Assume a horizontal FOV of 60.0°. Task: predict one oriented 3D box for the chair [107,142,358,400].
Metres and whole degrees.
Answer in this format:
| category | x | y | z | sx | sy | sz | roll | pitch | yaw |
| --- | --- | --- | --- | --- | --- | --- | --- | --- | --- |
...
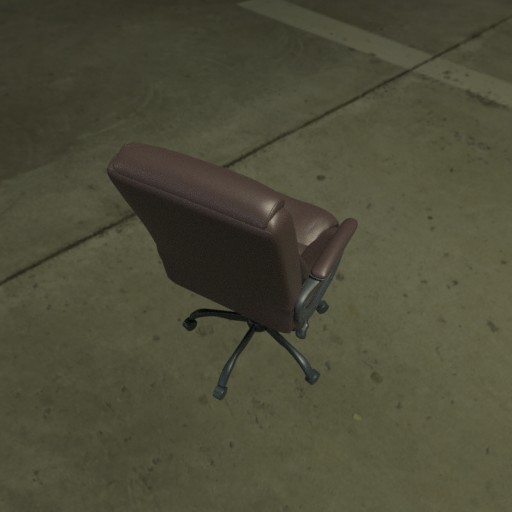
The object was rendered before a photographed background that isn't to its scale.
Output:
| category | x | y | z | sx | sy | sz | roll | pitch | yaw |
| --- | --- | --- | --- | --- | --- | --- | --- | --- | --- |
| chair | 0.000 | 0.000 | 1.504 | 0.615 | 1.072 | 0.655 | 22 | 51 | 20 |
